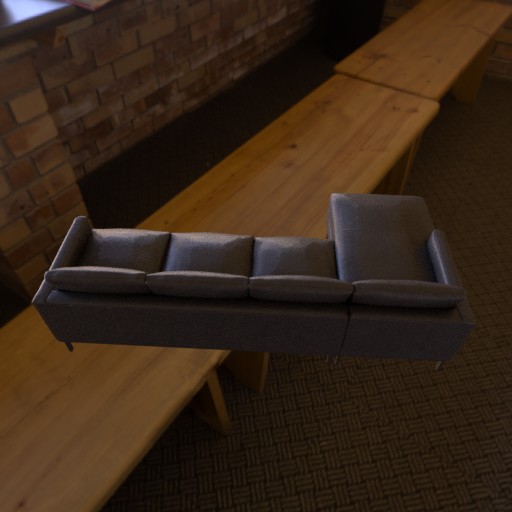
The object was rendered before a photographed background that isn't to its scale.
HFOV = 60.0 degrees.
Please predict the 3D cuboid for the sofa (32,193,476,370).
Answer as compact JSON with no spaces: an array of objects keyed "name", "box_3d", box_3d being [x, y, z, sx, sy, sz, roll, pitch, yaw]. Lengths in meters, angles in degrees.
[{"name":"sofa","box_3d":[0.000,0.000,3.607,2.993,0.859,1.471,2,47,2]}]
